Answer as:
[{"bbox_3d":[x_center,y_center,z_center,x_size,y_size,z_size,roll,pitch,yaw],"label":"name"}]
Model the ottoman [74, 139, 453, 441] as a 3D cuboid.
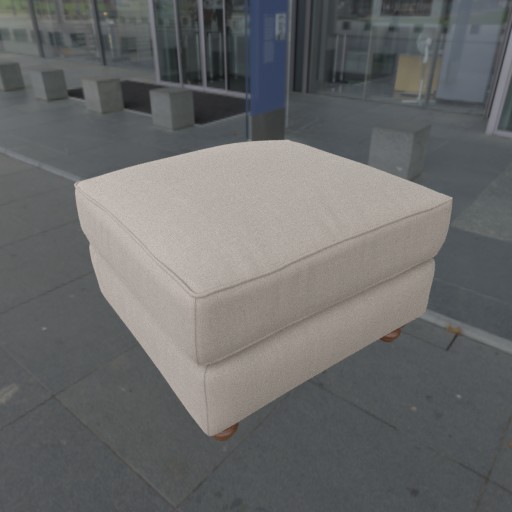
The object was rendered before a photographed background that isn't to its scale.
[{"bbox_3d":[0.000,0.000,1.161,0.716,0.505,0.662,-20,35,-31],"label":"ottoman"}]
